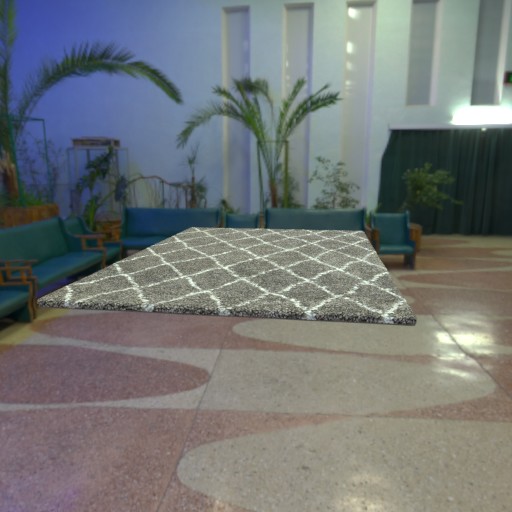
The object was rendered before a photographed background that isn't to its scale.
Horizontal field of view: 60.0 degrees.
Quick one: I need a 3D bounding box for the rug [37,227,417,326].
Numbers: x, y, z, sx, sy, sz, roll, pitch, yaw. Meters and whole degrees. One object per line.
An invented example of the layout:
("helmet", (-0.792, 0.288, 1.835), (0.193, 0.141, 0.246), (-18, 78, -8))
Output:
("rug", (0.000, 0.000, 2.242), (1.219, 0.030, 1.778), (2, 12, 8))
